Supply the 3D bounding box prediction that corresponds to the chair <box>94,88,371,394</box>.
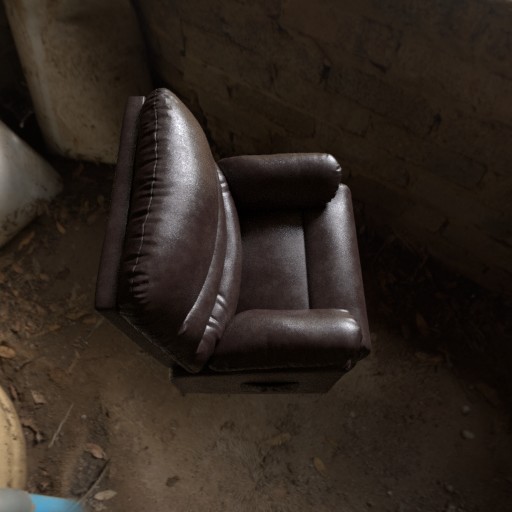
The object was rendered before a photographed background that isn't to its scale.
[{"bbox_3d":[0.000,0.000,1.743,0.879,1.041,0.940,-1,63,0],"label":"chair"}]
